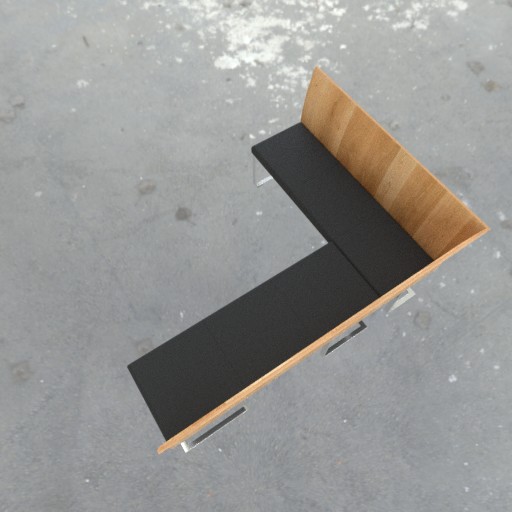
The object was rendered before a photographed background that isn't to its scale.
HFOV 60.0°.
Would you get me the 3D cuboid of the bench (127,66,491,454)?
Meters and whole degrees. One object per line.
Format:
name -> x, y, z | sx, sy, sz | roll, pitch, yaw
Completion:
bench -> 0.000, 0.000, 2.759 | 1.945, 0.930, 1.495 | -30, 66, -15
